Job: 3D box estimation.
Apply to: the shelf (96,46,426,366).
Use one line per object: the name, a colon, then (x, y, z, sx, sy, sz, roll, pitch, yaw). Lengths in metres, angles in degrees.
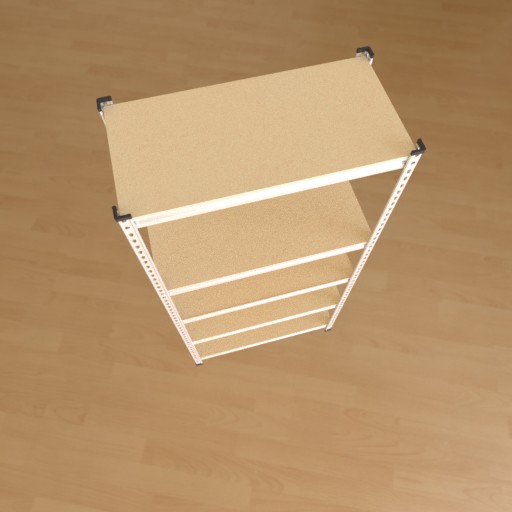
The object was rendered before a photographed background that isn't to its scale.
shelf: (0.000, 0.000, 2.160, 0.914, 1.829, 0.457, -14, 65, -7)
